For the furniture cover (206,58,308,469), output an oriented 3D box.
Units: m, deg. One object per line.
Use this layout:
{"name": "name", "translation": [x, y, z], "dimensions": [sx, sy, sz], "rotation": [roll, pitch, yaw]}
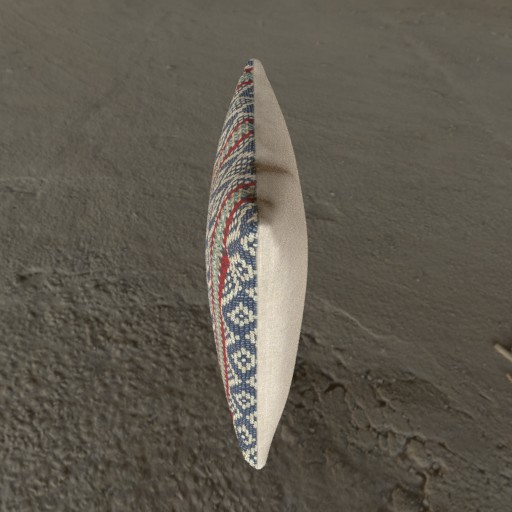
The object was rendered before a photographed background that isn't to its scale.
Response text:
{"name": "furniture cover", "translation": [0.000, 0.000, 0.653], "dimensions": [0.139, 0.431, 0.431], "rotation": [-1, 40, -1]}
